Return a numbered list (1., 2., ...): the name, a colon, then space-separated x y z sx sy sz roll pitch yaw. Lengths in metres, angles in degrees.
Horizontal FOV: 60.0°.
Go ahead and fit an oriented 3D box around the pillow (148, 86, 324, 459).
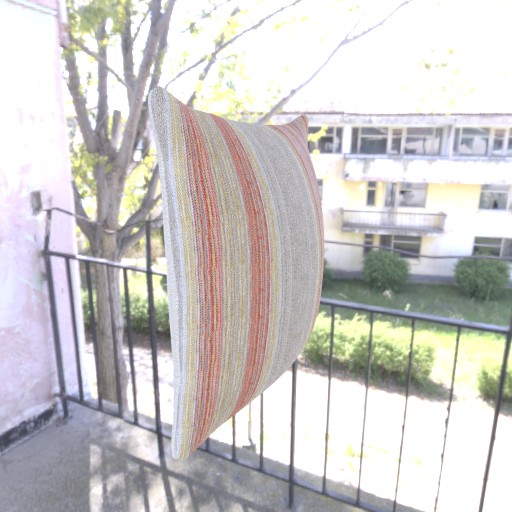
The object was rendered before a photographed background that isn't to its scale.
1. pillow: 0.000 0.000 0.687 0.191 0.449 0.451 7 16 25
